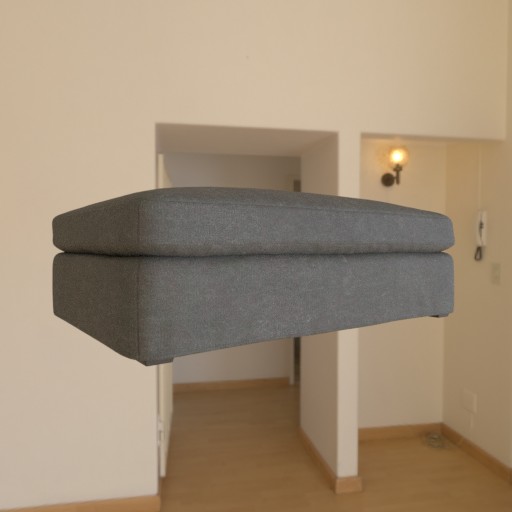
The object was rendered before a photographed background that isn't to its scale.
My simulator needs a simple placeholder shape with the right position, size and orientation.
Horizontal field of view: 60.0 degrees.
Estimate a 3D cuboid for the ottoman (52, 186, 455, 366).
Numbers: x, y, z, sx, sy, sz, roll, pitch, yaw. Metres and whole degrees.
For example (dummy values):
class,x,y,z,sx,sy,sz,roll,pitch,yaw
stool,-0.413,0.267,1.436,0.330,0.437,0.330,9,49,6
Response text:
class,x,y,z,sx,sy,sz,roll,pitch,yaw
ottoman,0.000,0.000,1.558,1.199,0.429,0.840,-1,2,-36
